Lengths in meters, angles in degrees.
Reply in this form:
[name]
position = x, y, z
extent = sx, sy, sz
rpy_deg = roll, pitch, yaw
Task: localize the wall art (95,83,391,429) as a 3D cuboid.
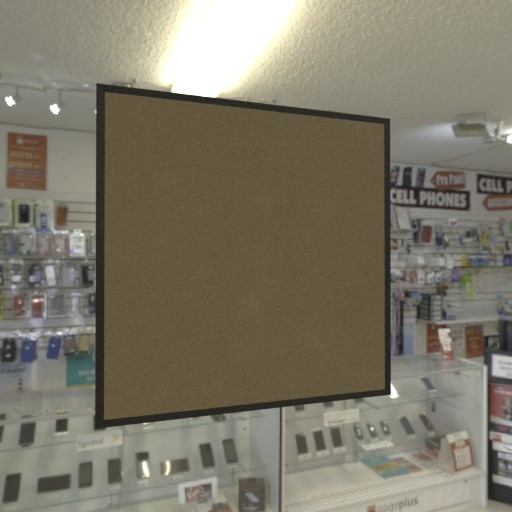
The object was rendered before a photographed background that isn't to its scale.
[wall art]
position = 0.000, 0.000, 0.749
extent = 0.509, 0.507, 0.037
rpy_deg = 0, -1, -19
